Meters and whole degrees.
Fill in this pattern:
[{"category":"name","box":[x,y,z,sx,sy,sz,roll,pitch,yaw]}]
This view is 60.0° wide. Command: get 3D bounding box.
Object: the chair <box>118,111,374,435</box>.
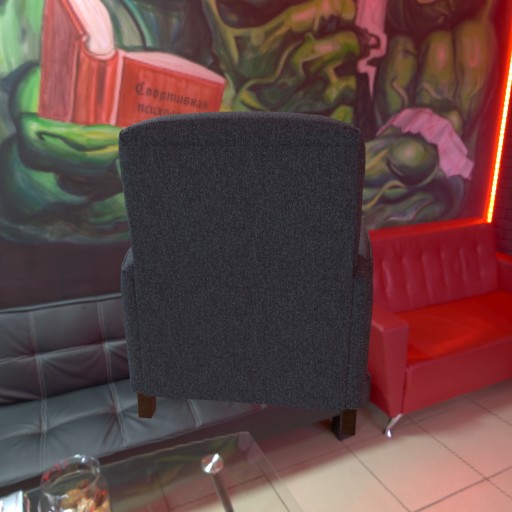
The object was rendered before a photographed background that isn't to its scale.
[{"category":"chair","box":[0.000,0.000,1.680,0.839,1.016,0.850,2,16,7]}]
